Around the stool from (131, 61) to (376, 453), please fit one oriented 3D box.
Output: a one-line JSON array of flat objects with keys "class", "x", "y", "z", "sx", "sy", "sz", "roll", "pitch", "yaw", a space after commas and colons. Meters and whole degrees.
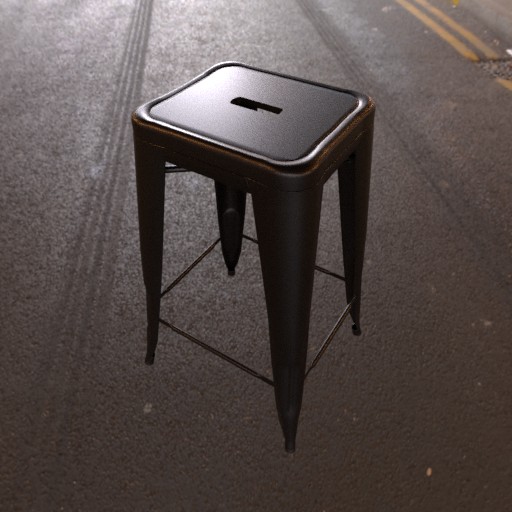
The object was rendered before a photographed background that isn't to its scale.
[{"class": "stool", "x": 0.000, "y": 0.000, "z": 0.850, "sx": 0.399, "sy": 0.609, "sz": 0.359, "roll": 24, "pitch": 49, "yaw": 22}]
